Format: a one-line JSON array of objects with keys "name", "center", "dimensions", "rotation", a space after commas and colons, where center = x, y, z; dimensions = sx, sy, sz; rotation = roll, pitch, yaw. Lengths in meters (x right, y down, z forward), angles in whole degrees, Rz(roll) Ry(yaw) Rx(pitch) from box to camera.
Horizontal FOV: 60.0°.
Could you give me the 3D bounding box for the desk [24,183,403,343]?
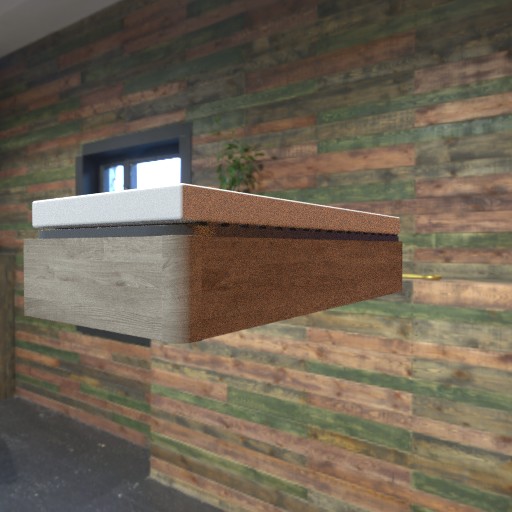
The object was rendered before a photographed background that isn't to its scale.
[{"name": "desk", "center": [0.000, 0.000, 2.252], "dimensions": [0.900, 0.455, 1.900], "rotation": [1, 1, 37]}]
